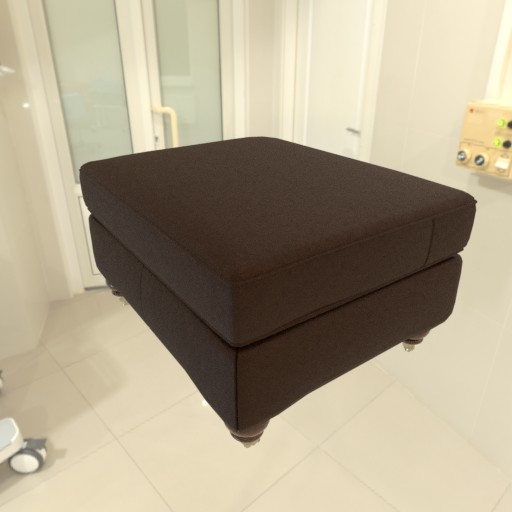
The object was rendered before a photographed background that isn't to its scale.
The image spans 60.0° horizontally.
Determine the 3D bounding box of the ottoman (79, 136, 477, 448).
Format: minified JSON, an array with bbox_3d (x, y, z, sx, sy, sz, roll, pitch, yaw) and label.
[{"bbox_3d":[0.000,0.000,1.750,0.967,0.730,1.187,-17,31,-31],"label":"ottoman"}]
